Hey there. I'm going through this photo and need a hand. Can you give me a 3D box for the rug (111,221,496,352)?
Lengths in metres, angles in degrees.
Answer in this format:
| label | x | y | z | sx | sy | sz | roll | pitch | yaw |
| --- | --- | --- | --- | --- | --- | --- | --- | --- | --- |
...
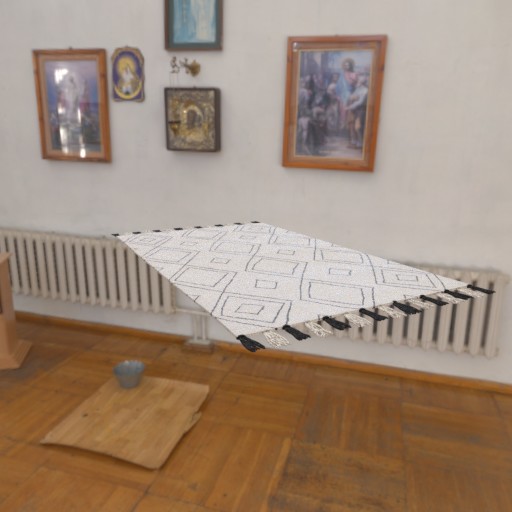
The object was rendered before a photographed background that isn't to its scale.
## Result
| label | x | y | z | sx | sy | sz | roll | pitch | yaw |
| --- | --- | --- | --- | --- | --- | --- | --- | --- | --- |
| rug | 0.000 | 0.000 | 3.231 | 1.524 | 0.021 | 2.755 | -7 | 16 | -28 |
